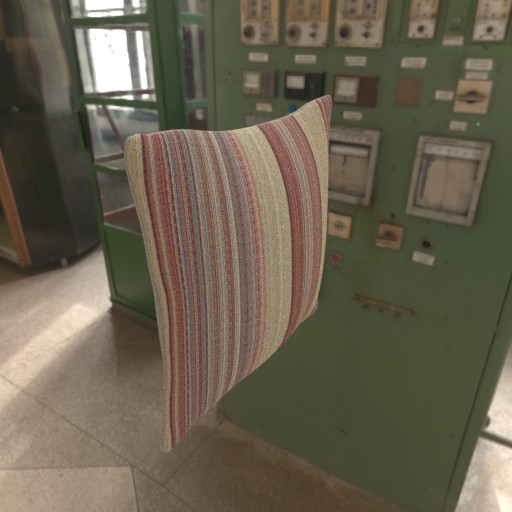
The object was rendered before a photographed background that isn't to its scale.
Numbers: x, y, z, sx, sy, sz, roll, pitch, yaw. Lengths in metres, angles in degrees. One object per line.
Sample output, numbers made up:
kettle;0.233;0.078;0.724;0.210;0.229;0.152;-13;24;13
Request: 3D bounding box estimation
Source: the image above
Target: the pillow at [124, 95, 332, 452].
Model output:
pillow;0.000;0.000;0.658;0.136;0.419;0.437;17;30;31
